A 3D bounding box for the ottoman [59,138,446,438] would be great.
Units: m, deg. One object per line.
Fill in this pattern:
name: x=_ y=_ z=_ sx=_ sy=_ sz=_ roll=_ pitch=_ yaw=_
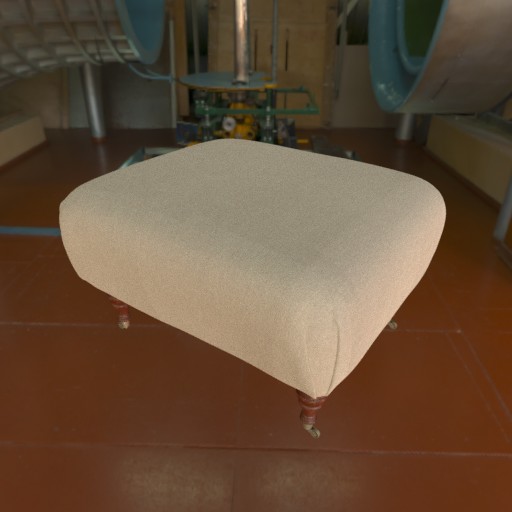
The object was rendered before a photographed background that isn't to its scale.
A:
ottoman: x=0.000 y=0.000 z=1.109 sx=0.746 sy=0.450 sz=0.639 roll=20 pitch=35 yaw=31
